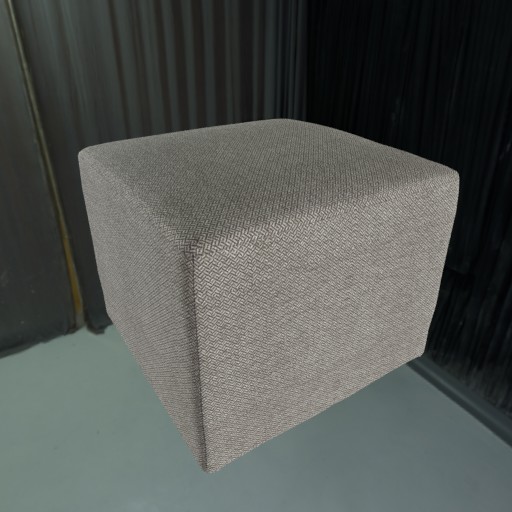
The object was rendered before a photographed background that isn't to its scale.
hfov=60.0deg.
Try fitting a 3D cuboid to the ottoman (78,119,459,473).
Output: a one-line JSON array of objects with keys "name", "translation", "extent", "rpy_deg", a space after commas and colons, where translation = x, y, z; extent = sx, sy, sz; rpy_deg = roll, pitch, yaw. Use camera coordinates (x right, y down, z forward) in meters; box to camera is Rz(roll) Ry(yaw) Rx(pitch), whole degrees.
[{"name": "ottoman", "translation": [0.000, 0.000, 0.886], "extent": [0.519, 0.453, 0.512], "rpy_deg": [-18, 33, -29]}]
